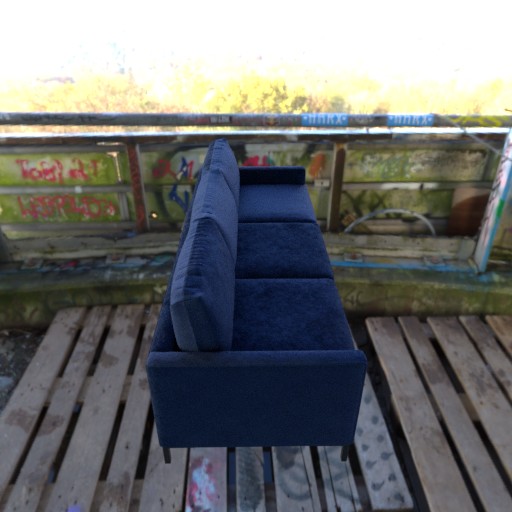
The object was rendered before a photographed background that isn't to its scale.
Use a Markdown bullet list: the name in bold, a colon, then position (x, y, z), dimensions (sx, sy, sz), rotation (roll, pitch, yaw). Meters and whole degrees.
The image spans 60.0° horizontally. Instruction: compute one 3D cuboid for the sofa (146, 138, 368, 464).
- **sofa**: position (0.000, 0.000, 2.714), dimensions (0.875, 0.879, 2.252), rotation (0, 31, -1)
